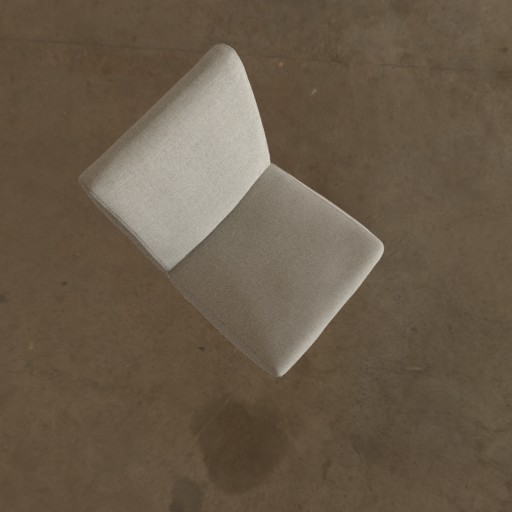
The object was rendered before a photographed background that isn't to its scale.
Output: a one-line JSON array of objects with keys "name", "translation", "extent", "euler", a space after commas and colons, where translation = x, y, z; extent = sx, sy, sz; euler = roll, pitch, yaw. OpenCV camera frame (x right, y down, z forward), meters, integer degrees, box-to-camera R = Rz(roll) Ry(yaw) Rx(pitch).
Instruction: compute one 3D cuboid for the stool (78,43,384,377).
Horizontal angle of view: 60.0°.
[{"name": "stool", "translation": [0.000, 0.000, 1.410], "extent": [0.606, 1.085, 0.507], "euler": [40, 79, 9]}]
